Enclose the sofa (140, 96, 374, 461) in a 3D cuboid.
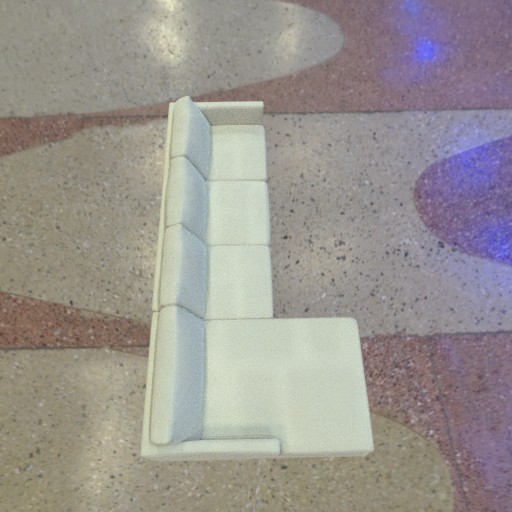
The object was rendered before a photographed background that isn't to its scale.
[{"bbox_3d":[0.000,0.000,3.846,1.625,0.861,3.186,-1,63,-1],"label":"sofa"}]
